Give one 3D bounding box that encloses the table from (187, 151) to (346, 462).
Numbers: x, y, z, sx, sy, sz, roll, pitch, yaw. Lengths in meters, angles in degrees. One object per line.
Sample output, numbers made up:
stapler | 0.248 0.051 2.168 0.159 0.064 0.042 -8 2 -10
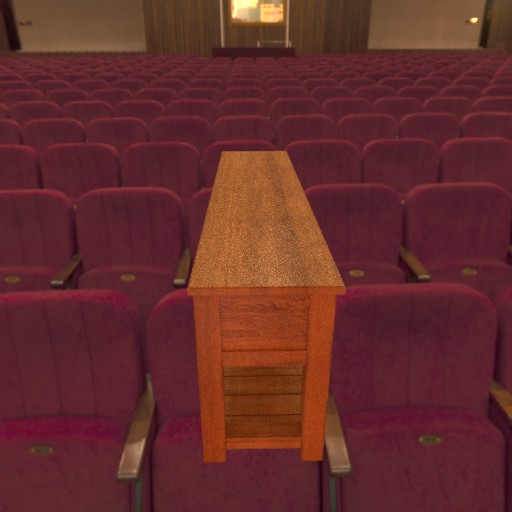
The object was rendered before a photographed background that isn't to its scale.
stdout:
table | 0.000 0.000 2.094 0.425 0.635 1.815 0 24 -1
